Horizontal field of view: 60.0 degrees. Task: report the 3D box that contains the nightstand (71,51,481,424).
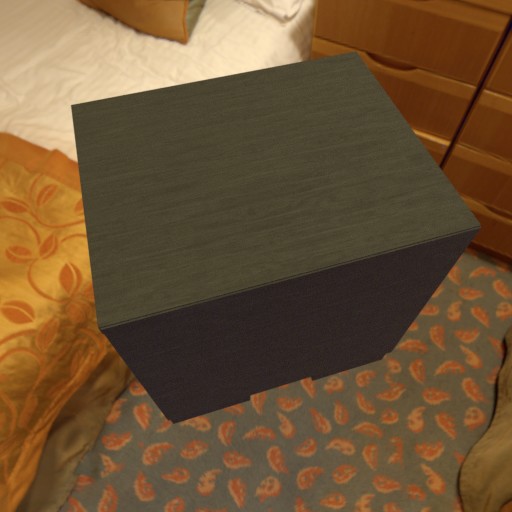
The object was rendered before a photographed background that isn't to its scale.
[{"bbox_3d":[0.000,0.000,0.742,0.427,0.448,0.347,-14,59,-9],"label":"nightstand"}]
